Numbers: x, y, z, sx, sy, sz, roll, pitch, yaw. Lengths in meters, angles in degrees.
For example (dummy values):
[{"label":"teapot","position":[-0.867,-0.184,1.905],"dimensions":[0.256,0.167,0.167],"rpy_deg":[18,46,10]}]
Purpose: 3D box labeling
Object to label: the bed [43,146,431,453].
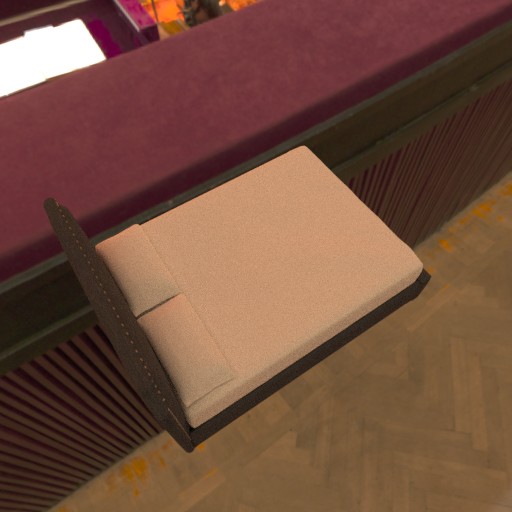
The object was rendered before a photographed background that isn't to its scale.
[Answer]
[{"label":"bed","position":[0.000,0.000,3.446],"dimensions":[2.372,1.443,1.713],"rpy_deg":[-29,63,-17]}]
